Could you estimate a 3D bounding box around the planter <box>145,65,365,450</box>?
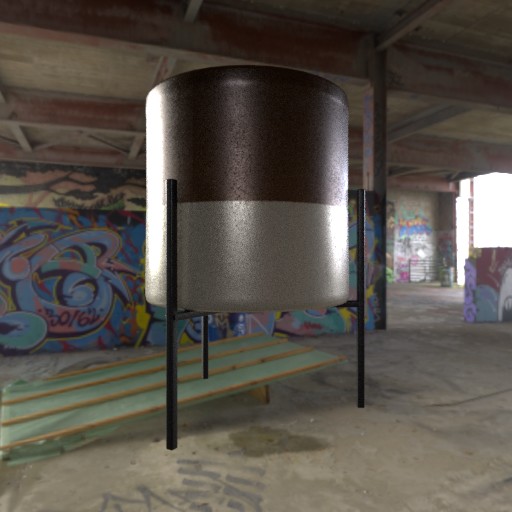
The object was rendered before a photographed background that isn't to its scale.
[{"bbox_3d":[0.000,0.000,0.555,0.269,0.375,0.255,0,0,0],"label":"planter"}]
